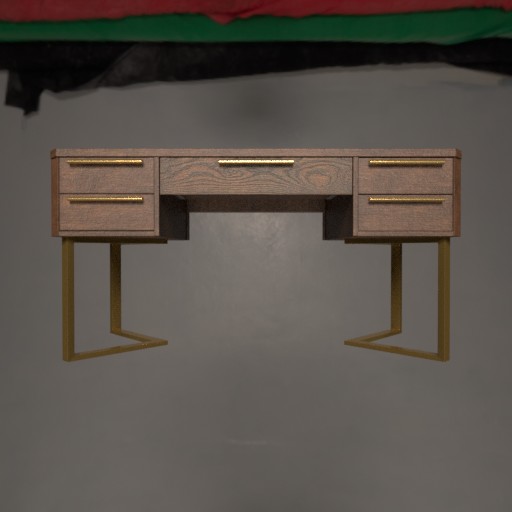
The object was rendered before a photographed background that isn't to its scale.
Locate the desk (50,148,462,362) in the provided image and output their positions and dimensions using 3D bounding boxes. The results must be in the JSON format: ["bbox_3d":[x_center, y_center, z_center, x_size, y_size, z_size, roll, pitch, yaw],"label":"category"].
[{"bbox_3d":[0.000,0.000,1.879,1.479,0.762,0.684,0,1,0],"label":"desk"}]
